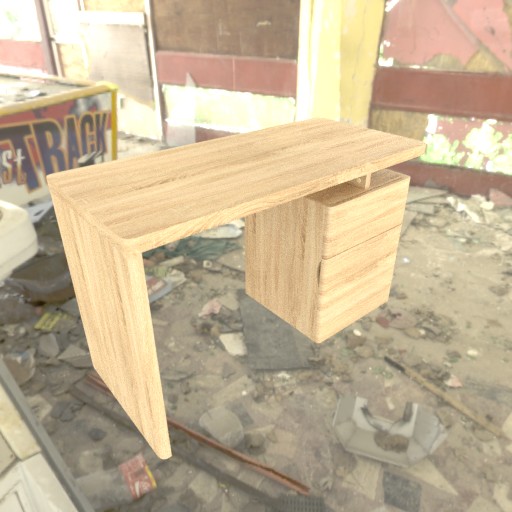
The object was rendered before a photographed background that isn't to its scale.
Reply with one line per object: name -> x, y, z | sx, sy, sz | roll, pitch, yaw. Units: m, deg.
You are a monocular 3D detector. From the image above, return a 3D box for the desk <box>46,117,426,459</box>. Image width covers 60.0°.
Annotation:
desk -> 0.000, 0.000, 1.668 | 1.200, 0.760, 0.550 | -23, 37, -34
